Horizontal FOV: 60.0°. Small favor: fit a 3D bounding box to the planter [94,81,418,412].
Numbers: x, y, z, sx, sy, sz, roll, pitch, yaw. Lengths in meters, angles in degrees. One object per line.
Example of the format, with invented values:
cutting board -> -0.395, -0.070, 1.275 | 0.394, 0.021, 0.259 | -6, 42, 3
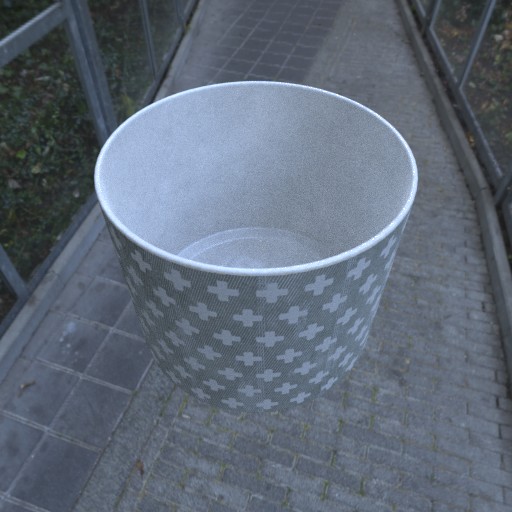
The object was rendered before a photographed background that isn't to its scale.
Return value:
planter -> 0.000, 0.000, 0.439 | 0.250, 0.239, 0.250 | 0, 47, 0
